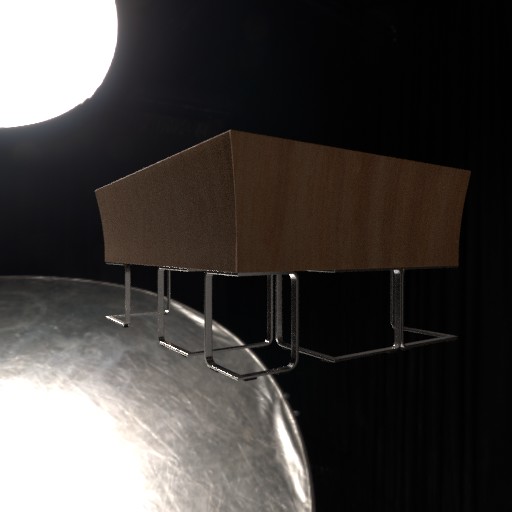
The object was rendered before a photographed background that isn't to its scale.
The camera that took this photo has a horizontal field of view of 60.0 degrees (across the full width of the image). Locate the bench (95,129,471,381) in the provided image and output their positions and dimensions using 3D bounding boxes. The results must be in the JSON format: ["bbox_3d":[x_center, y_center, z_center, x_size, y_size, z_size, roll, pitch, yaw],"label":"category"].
[{"bbox_3d":[0.000,0.000,2.796,1.495,0.930,1.945,-1,1,-33],"label":"bench"}]
